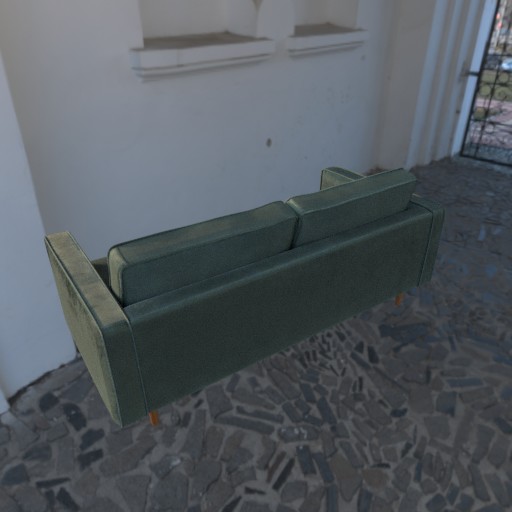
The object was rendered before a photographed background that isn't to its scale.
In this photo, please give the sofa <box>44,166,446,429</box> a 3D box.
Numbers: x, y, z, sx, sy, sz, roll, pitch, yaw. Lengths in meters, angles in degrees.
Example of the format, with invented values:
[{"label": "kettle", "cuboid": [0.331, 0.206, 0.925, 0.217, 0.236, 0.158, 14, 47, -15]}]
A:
[{"label": "sofa", "cuboid": [0.000, 0.000, 2.249, 1.816, 0.781, 0.886, -19, 35, -29]}]
